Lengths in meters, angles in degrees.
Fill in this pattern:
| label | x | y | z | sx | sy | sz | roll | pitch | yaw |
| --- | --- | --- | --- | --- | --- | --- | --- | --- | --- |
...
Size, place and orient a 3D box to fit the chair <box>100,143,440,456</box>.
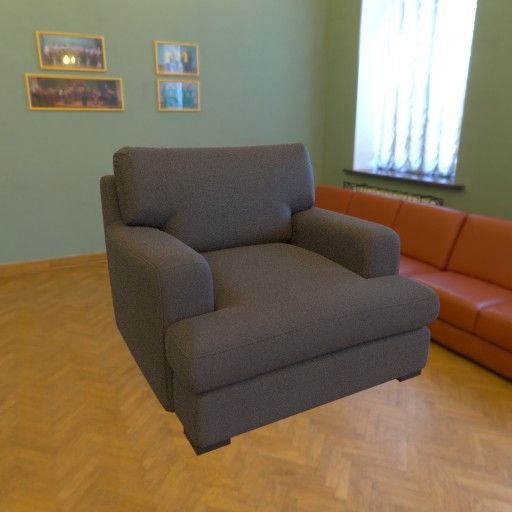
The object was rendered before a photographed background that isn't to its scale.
| label | x | y | z | sx | sy | sz | roll | pitch | yaw |
| --- | --- | --- | --- | --- | --- | --- | --- | --- | --- |
| chair | 0.000 | 0.000 | 1.976 | 1.168 | 0.940 | 1.143 | -9 | 18 | -27 |
